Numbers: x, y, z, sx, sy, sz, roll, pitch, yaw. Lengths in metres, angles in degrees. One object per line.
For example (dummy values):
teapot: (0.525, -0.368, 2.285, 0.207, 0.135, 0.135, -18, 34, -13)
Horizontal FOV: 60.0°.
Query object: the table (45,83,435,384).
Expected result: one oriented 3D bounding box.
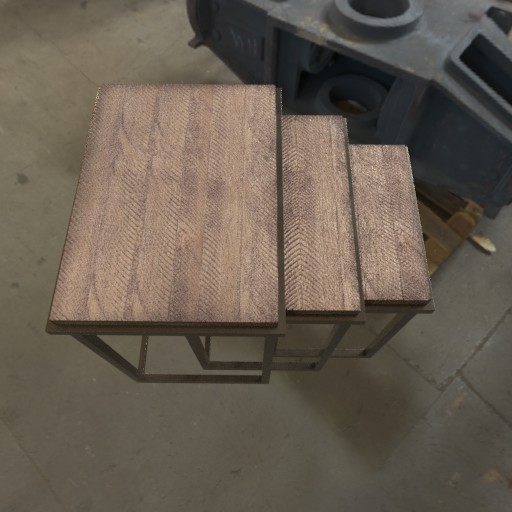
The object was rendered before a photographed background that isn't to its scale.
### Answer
table: (0.000, 0.000, 1.121, 0.706, 0.610, 0.559, 1, 65, 0)
